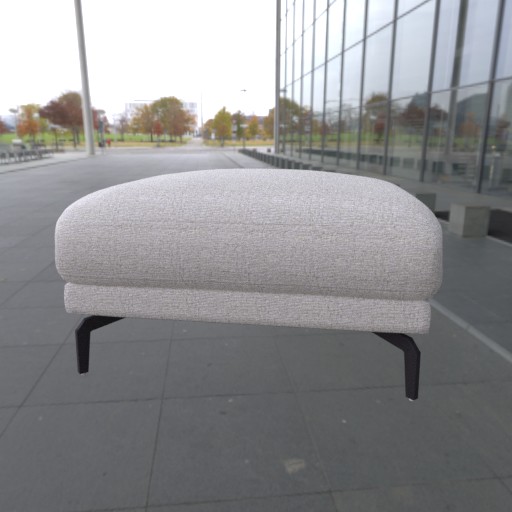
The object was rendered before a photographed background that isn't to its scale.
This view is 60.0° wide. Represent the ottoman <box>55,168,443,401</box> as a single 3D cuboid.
[{"bbox_3d":[0.000,0.000,1.100,0.772,0.420,0.568,2,15,8],"label":"ottoman"}]
